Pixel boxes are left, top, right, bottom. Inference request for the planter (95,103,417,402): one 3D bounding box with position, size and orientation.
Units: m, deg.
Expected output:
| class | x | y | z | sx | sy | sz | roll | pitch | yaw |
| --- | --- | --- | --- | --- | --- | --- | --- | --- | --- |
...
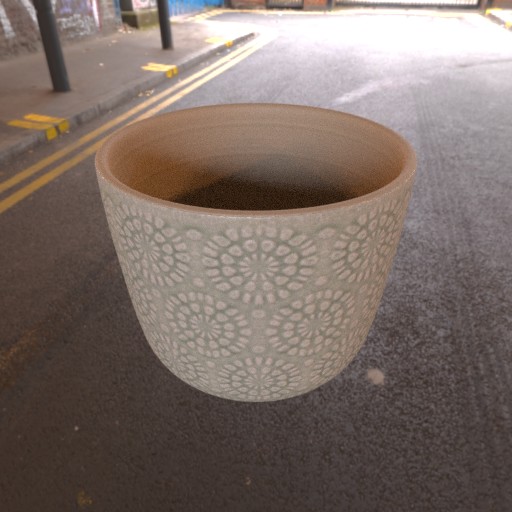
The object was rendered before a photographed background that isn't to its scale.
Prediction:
| class | x | y | z | sx | sy | sz | roll | pitch | yaw |
| --- | --- | --- | --- | --- | --- | --- | --- | --- | --- |
| planter | 0.000 | 0.000 | 0.207 | 0.124 | 0.109 | 0.124 | 0 | 33 | 0 |
